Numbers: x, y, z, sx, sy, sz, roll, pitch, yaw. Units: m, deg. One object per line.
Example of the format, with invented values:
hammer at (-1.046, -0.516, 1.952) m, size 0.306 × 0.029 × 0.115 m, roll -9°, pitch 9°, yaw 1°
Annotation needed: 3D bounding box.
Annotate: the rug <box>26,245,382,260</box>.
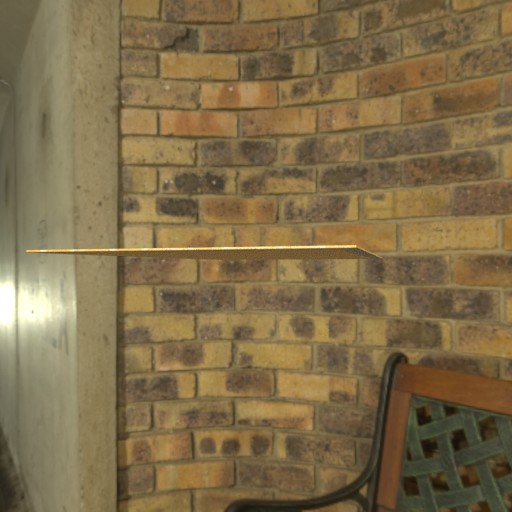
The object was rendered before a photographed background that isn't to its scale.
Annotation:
rug at (0.000, 0.000, 2.327) m, size 1.213 × 0.010 × 1.829 m, roll 0°, pitch -1°, yaw 18°
